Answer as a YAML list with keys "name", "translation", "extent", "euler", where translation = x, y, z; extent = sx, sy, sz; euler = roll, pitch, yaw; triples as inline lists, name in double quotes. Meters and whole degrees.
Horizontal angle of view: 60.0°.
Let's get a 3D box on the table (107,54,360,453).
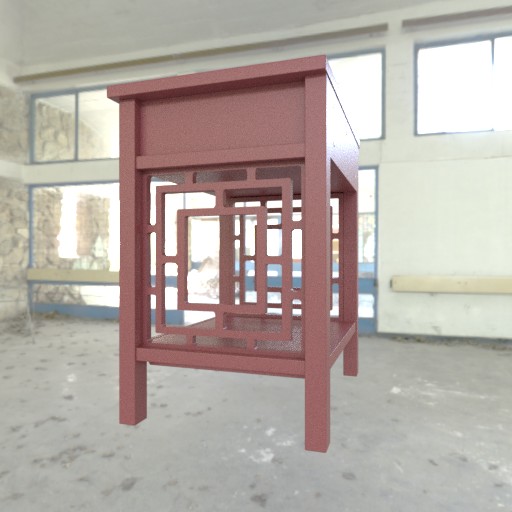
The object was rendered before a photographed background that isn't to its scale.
- name: "table"
  translation: [0.000, 0.000, 1.107]
  extent: [0.451, 0.686, 0.599]
  euler: [0, 0, 19]
